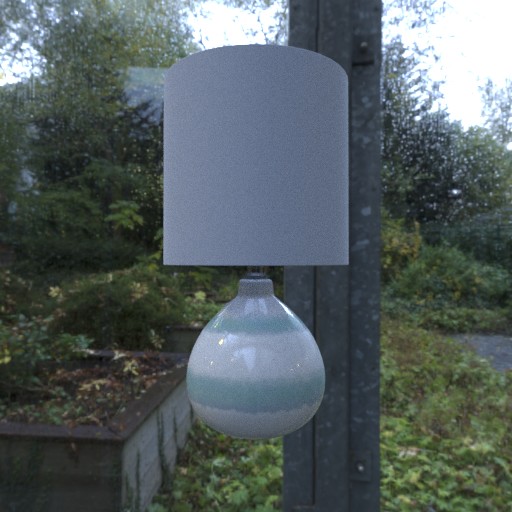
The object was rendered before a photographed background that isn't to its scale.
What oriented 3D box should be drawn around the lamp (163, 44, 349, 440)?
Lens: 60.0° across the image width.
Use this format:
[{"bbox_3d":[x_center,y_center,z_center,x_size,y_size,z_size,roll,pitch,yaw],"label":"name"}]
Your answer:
[{"bbox_3d":[0.000,0.000,0.529,0.217,0.404,0.217,0,-1,18],"label":"lamp"}]
